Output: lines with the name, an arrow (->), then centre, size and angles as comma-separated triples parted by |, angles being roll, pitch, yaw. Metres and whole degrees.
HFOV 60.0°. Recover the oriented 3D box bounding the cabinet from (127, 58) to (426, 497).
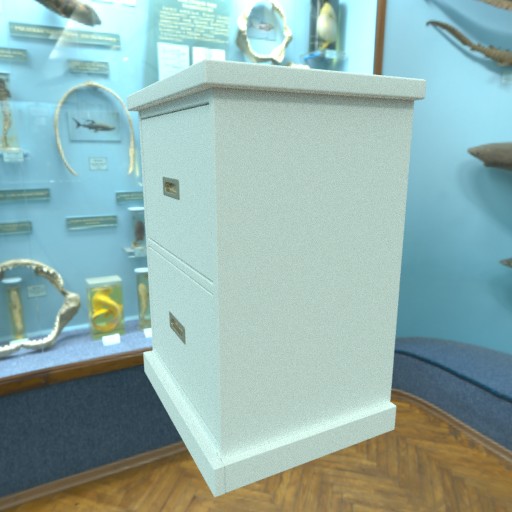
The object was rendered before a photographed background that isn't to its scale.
cabinet -> 0.000, 0.000, 1.017 | 0.431, 0.723, 0.520 | -7, 15, -26
